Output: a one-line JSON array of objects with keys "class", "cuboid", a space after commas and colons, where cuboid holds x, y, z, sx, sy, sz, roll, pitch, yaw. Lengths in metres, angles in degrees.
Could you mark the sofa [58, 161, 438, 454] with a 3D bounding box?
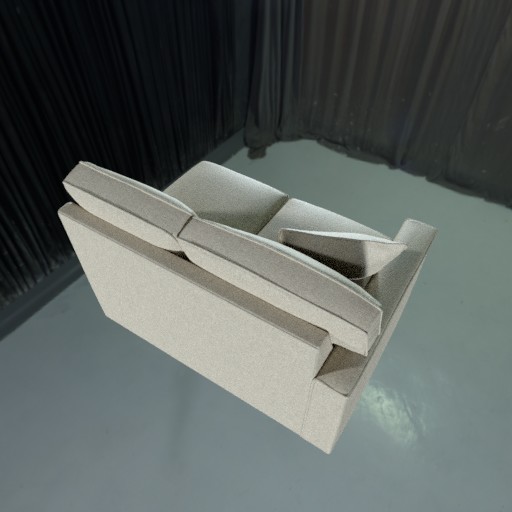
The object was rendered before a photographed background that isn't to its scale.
[{"class": "sofa", "cuboid": [0.000, 0.000, 2.118, 1.388, 0.989, 0.991, 25, 53, 21]}]
